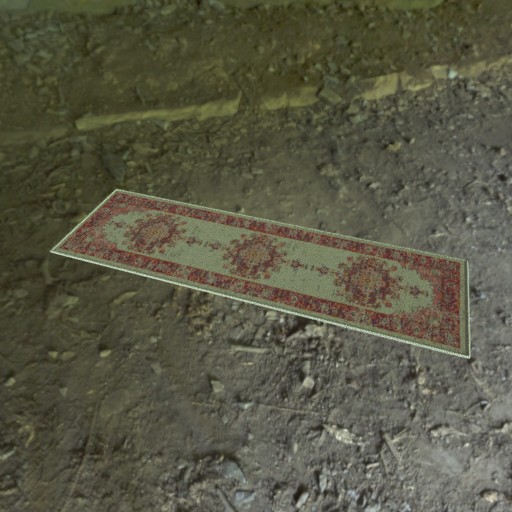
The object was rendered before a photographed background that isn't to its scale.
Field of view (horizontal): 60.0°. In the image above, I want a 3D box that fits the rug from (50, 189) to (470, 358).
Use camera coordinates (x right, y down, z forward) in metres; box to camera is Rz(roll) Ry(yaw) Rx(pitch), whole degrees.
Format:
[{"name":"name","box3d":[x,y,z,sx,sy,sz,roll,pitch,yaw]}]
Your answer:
[{"name":"rug","box3d":[0.000,0.000,2.016,1.824,0.009,0.562,13,43,14]}]
